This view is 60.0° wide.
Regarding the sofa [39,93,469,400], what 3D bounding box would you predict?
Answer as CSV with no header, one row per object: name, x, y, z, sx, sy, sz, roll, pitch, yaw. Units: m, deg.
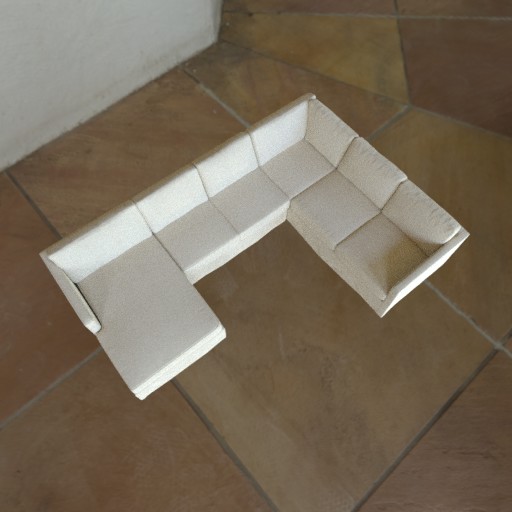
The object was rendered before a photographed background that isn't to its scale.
sofa,0.000,0.000,4.514,3.464,0.882,2.448,-36,69,-16
